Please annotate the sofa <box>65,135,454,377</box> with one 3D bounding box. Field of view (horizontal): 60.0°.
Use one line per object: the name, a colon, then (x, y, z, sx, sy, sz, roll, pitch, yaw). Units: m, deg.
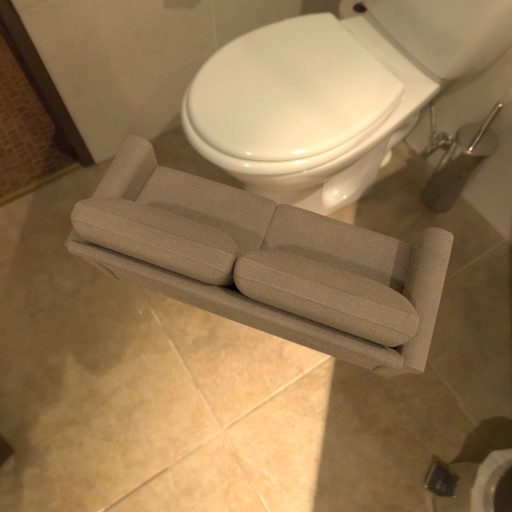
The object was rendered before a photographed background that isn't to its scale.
sofa: (0.000, 0.000, 2.440, 1.935, 0.942, 0.842, 19, 66, 9)
